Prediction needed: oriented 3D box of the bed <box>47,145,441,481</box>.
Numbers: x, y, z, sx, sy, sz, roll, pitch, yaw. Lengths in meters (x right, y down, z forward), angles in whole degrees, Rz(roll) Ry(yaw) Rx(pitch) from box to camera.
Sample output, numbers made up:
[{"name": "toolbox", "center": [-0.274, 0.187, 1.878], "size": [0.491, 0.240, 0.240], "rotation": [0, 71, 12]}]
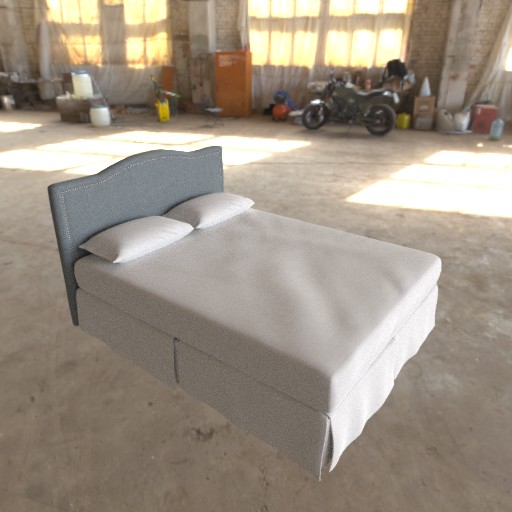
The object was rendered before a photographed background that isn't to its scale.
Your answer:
[{"name": "bed", "center": [0.000, 0.000, 3.810], "size": [2.689, 1.457, 2.161], "rotation": [18, 31, 33]}]
